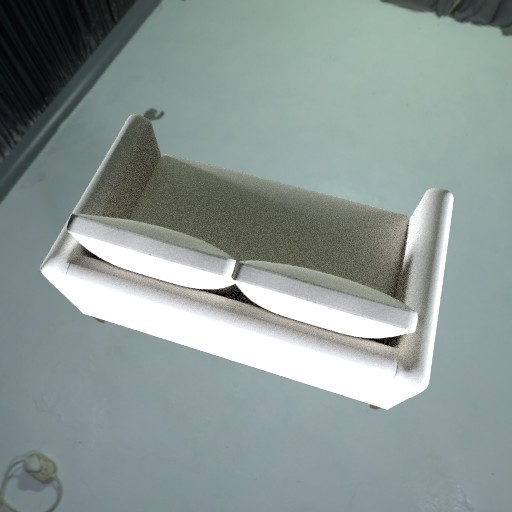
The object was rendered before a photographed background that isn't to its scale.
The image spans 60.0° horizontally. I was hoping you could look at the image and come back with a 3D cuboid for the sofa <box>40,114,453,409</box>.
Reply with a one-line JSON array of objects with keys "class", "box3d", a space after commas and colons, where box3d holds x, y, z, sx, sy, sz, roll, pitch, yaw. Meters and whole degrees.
[{"class": "sofa", "box3d": [0.000, 0.000, 2.101, 1.598, 0.873, 0.905, 16, 64, 8]}]
